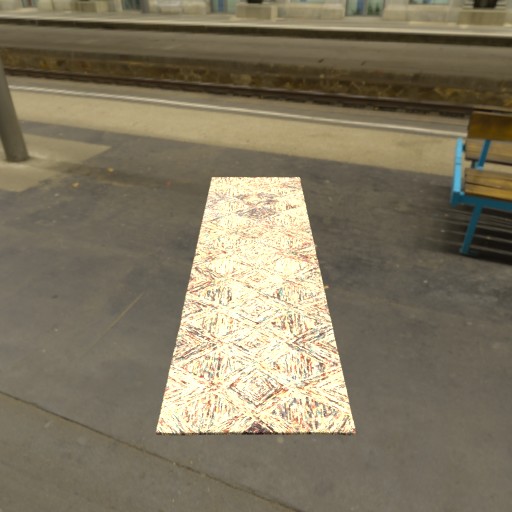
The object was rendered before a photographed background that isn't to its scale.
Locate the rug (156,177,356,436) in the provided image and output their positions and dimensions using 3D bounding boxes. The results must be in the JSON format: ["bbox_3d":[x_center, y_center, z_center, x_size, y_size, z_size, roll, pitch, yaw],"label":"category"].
[{"bbox_3d":[0.000,0.000,2.481,0.688,0.015,2.292,0,32,0],"label":"rug"}]
